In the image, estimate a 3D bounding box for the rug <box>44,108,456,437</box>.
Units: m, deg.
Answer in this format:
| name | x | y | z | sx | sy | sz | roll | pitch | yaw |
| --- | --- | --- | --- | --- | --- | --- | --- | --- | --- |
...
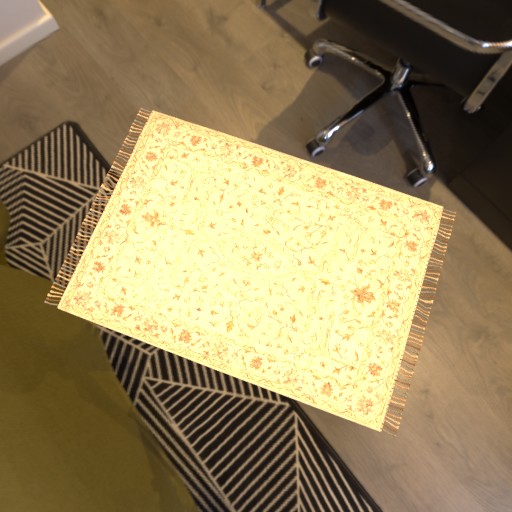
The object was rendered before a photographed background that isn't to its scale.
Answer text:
| name | x | y | z | sx | sy | sz | roll | pitch | yaw |
| --- | --- | --- | --- | --- | --- | --- | --- | --- | --- |
| rug | 0.000 | 0.000 | 2.318 | 1.861 | 0.017 | 1.218 | 20 | 76 | 5 |
